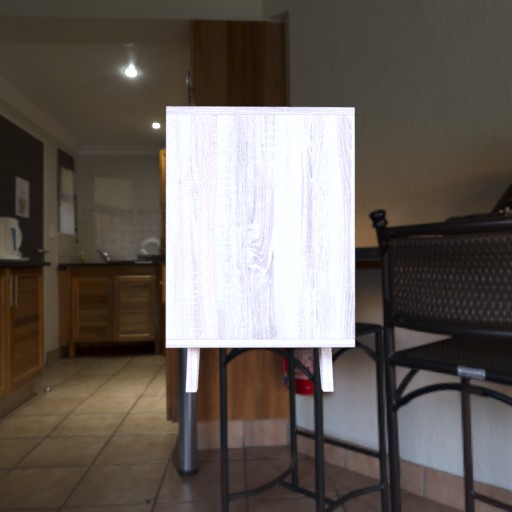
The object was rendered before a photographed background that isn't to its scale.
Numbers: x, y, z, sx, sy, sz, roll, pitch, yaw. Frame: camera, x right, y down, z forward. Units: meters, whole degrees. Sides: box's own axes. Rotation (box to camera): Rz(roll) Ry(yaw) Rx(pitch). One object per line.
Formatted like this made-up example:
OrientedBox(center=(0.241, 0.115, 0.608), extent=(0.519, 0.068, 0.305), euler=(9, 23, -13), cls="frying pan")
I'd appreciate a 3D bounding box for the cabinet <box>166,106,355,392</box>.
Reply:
OrientedBox(center=(0.000, 0.000, 1.996), extent=(0.500, 0.780, 1.650), euler=(0, 0, -1), cls="cabinet")
